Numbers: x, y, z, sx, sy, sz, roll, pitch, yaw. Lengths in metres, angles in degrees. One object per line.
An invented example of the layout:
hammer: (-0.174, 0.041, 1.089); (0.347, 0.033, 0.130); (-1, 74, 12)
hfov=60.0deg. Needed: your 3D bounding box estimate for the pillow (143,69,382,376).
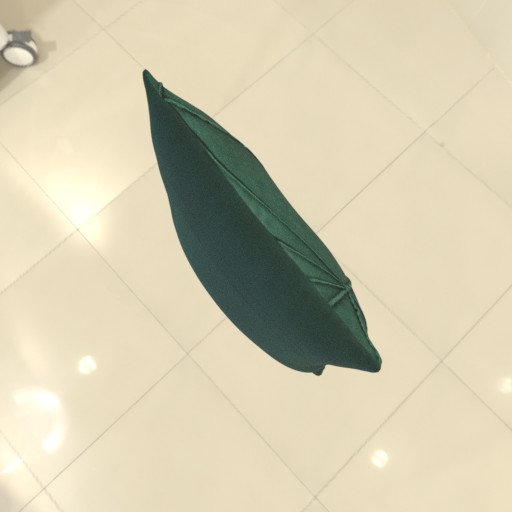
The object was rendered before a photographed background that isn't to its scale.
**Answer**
pillow: (0.000, 0.000, 0.685); (0.184, 0.440, 0.439); (-36, 79, -8)
